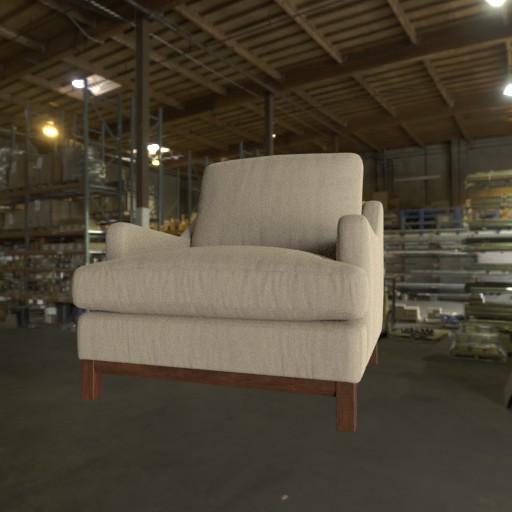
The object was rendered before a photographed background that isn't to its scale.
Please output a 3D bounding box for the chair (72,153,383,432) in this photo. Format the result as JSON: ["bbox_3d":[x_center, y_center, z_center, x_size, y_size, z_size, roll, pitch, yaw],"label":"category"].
[{"bbox_3d":[0.000,0.000,1.708,0.912,0.916,1.001,0,-1,19],"label":"chair"}]
